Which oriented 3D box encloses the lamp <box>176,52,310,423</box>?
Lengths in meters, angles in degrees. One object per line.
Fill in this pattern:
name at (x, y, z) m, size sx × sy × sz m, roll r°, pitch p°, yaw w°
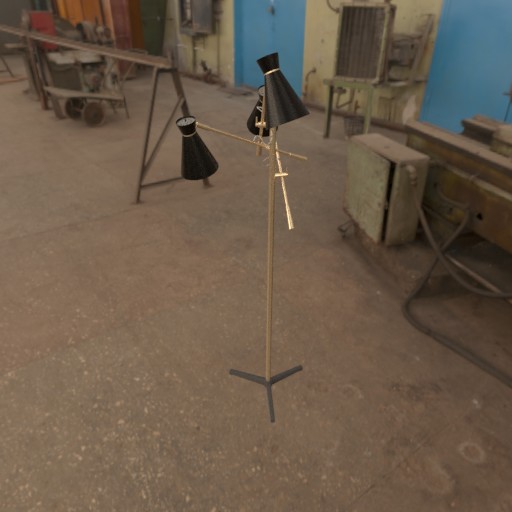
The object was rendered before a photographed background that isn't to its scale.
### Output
lamp at (0.000, 0.000, 2.083) m, size 0.653 × 1.804 × 0.750 m, roll -19°, pitch 36°, yaw -29°
